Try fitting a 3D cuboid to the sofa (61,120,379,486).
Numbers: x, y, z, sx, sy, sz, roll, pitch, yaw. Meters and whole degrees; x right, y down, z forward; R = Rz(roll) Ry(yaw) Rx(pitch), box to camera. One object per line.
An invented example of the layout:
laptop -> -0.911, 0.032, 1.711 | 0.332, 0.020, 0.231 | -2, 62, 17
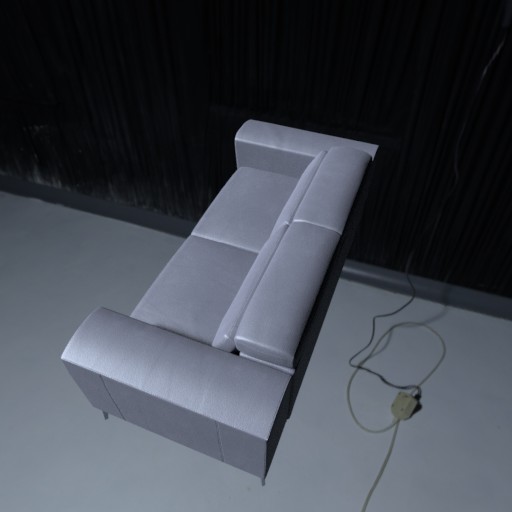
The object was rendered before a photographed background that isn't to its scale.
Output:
sofa -> 0.000, 0.000, 2.806 | 1.048, 0.814, 2.330 | 16, 48, 15
